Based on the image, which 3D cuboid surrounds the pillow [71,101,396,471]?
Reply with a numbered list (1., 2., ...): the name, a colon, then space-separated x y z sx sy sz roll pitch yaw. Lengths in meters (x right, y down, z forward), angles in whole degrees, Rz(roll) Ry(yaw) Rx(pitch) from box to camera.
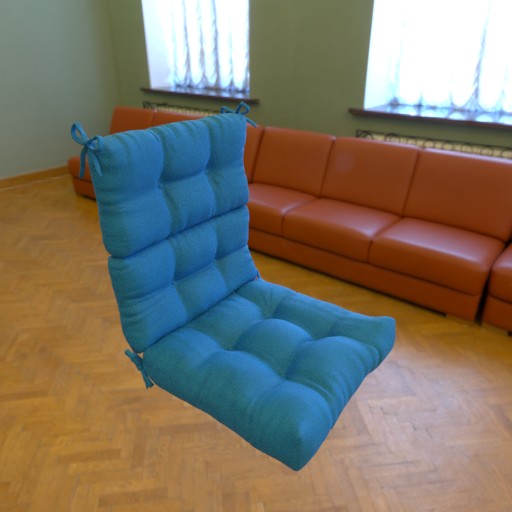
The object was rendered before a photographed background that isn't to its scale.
1. pillow: 0.000 0.000 1.014 0.571 0.605 0.519 18 31 32
